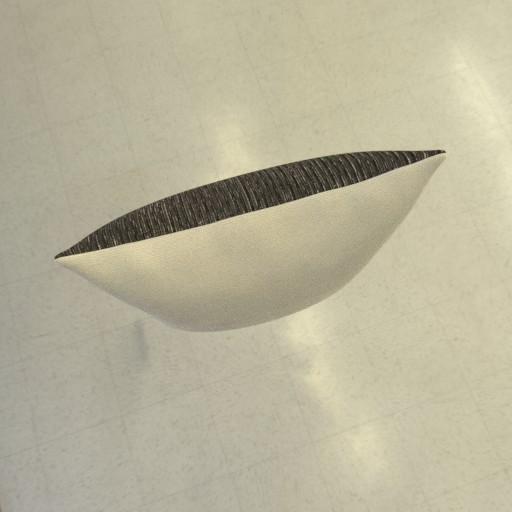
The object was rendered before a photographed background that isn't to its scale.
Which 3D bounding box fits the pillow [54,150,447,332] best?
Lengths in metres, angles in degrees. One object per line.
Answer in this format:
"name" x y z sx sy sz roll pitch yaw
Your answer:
"pillow" 0.000 0.000 0.672 0.433 0.434 0.196 -16 75 -4
